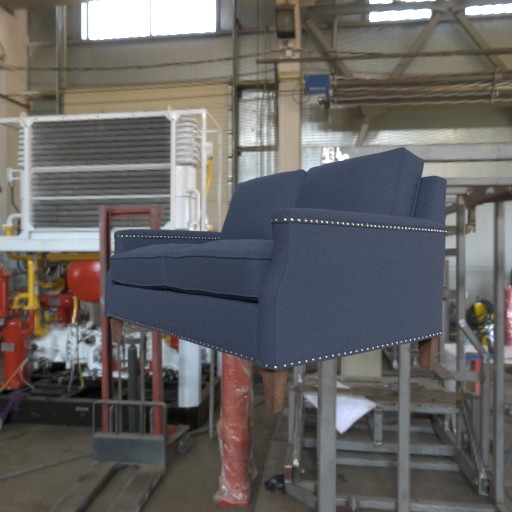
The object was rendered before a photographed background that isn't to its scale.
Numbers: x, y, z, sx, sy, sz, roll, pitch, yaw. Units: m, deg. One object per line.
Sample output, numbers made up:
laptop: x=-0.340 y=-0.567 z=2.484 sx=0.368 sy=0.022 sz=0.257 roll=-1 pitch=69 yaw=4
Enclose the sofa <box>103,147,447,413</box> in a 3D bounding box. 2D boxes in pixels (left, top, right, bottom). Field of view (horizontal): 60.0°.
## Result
sofa: x=0.000 y=0.000 z=2.303 sx=1.084 sy=1.003 sz=1.597 roll=0 pitch=0 yaw=-37
